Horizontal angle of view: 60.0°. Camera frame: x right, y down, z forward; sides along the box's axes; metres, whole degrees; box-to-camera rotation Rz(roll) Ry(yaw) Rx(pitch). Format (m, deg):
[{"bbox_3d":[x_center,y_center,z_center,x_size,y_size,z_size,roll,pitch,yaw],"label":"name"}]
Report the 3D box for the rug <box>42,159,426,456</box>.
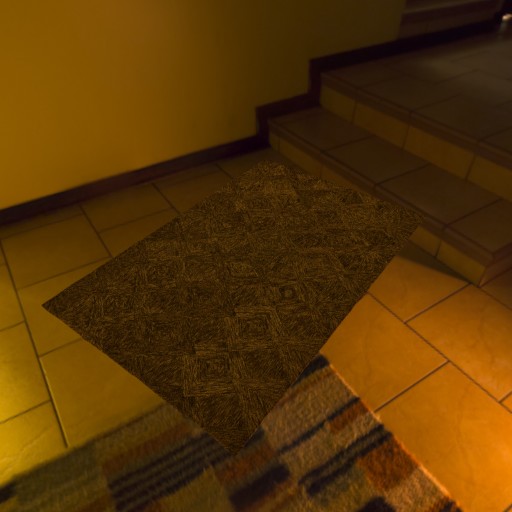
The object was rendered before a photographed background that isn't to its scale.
[{"bbox_3d":[0.000,0.000,2.360,1.189,0.011,1.808,26,47,27],"label":"rug"}]
